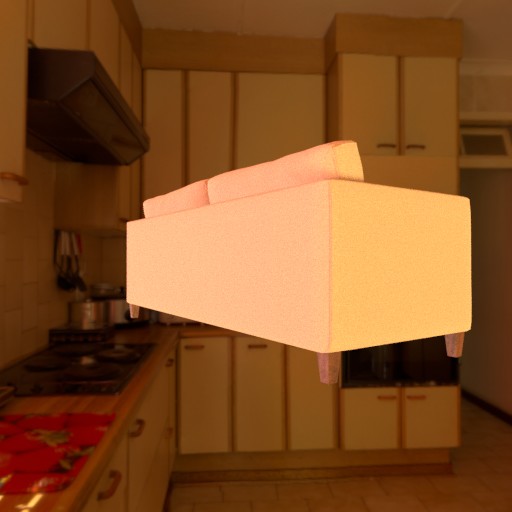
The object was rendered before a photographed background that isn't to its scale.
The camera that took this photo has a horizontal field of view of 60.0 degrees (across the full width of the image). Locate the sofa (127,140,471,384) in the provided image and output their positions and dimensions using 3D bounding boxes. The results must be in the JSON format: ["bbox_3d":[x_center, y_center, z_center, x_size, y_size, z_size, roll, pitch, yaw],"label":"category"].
[{"bbox_3d":[0.000,0.000,2.820,0.951,0.968,2.361,0,0,-34],"label":"sofa"}]
